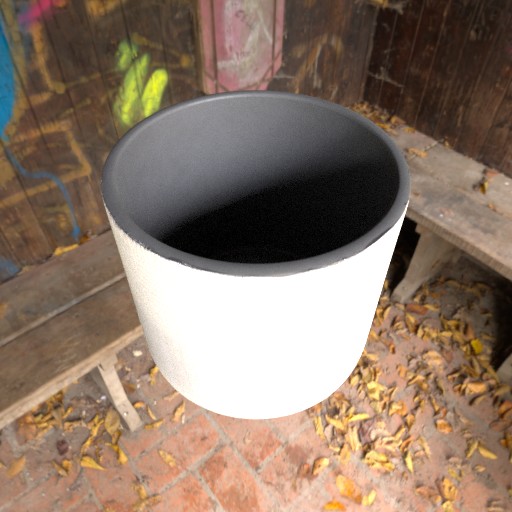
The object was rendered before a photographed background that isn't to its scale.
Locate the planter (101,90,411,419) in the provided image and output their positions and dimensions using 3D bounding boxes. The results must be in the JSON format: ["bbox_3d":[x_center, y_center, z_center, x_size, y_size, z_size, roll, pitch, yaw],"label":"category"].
[{"bbox_3d":[0.000,0.000,0.389,0.221,0.201,0.221,0,47,0],"label":"planter"}]
